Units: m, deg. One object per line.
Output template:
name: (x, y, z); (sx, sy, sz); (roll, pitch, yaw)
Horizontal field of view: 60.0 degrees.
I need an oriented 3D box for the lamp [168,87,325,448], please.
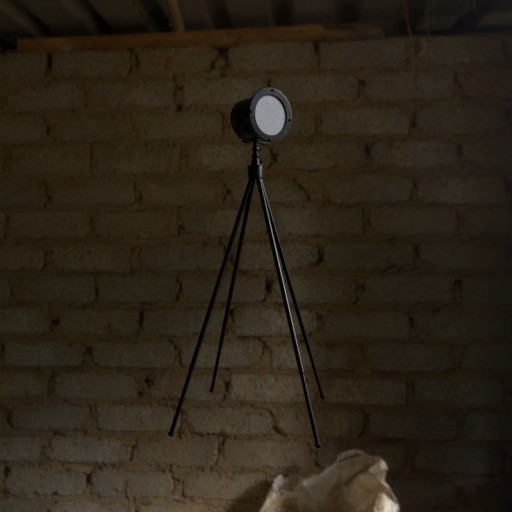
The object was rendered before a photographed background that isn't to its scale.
lamp: (0.000, 0.000, 2.086); (0.879, 1.504, 0.884); (0, 0, -34)
